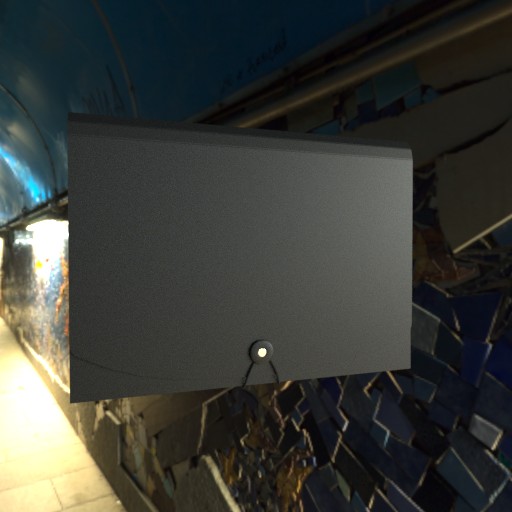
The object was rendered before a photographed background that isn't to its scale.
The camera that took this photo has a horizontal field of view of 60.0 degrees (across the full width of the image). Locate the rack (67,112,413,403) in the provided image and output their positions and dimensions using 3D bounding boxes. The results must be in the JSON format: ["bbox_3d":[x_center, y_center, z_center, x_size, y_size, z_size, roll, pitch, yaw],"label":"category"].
[{"bbox_3d":[0.000,0.000,0.426,0.330,0.241,0.041,0,1,-18],"label":"rack"}]
